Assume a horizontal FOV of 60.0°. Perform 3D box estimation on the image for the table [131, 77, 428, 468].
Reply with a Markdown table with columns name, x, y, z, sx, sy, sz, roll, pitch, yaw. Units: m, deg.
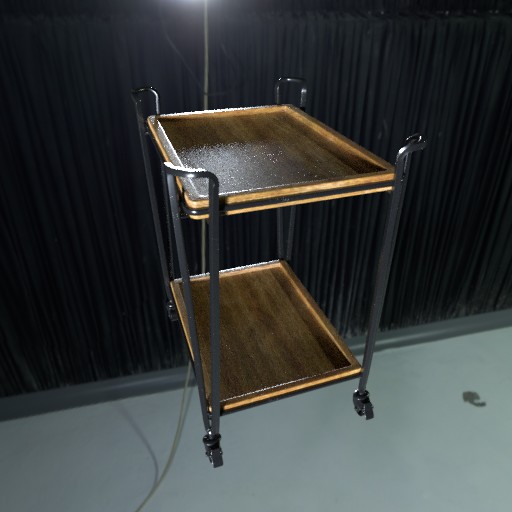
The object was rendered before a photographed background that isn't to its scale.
| name | x | y | z | sx | sy | sz | roll | pitch | yaw |
| --- | --- | --- | --- | --- | --- | --- | --- | --- | --- |
| table | 0.000 | 0.000 | 1.216 | 0.505 | 0.785 | 0.672 | -10 | 34 | -16 |
